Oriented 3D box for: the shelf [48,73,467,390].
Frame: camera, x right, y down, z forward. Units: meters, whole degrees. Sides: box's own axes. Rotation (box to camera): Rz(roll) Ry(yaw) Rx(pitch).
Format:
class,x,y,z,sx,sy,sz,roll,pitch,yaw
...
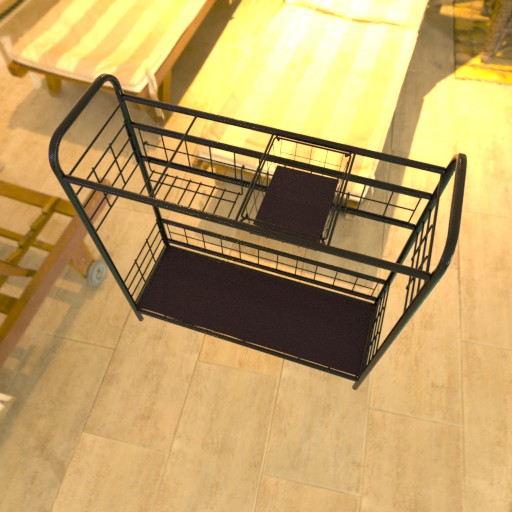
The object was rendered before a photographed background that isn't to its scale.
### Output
class,x,y,z,sx,sy,sz,roll,pitch,yaw
shelf,0.000,0.000,1.481,0.961,1.026,0.350,16,60,9
